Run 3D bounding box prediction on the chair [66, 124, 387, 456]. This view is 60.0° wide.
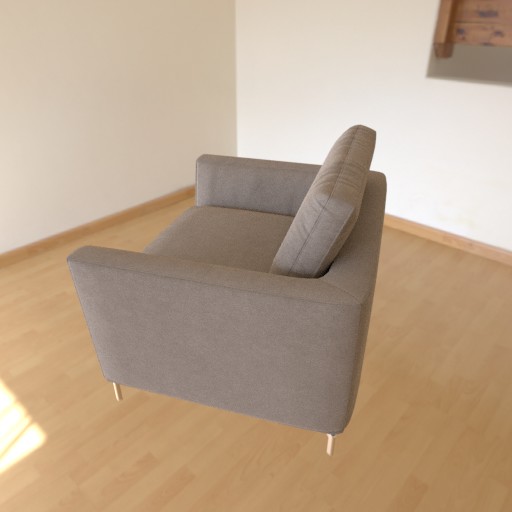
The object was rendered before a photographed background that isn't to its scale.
[{"bbox_3d":[0.000,0.000,1.681,0.889,0.864,1.041,9,31,15],"label":"chair"}]
